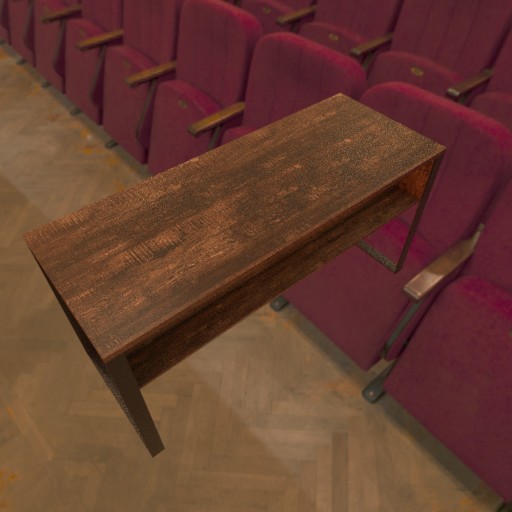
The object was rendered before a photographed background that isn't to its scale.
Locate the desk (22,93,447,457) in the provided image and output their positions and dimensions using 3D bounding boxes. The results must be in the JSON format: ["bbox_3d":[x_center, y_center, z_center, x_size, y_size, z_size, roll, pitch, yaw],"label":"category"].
[{"bbox_3d":[0.000,0.000,1.922,1.524,0.762,0.599,-31,55,-25],"label":"desk"}]
